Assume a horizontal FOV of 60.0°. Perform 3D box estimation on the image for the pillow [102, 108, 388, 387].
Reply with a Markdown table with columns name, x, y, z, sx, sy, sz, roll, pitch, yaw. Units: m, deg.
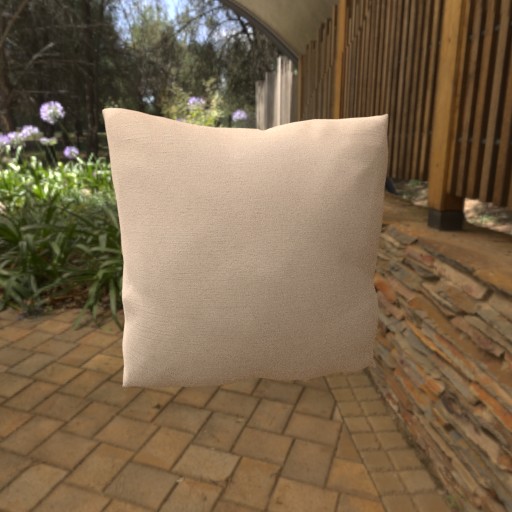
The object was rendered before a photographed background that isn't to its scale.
| name | x | y | z | sx | sy | sz | roll | pitch | yaw |
| --- | --- | --- | --- | --- | --- | --- | --- | --- | --- |
| pillow | 0.000 | 0.000 | 0.712 | 0.450 | 0.448 | 0.245 | -2 | 15 | -9 |
